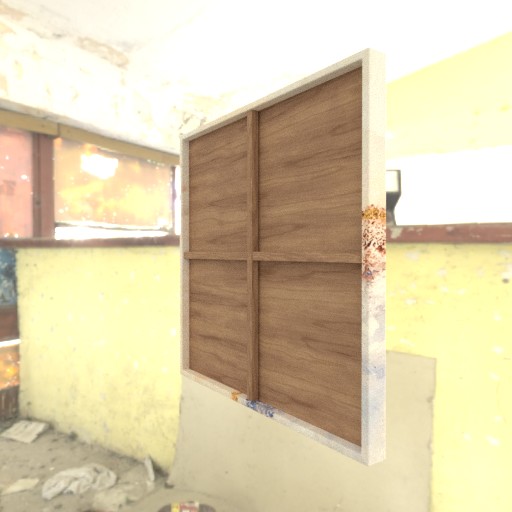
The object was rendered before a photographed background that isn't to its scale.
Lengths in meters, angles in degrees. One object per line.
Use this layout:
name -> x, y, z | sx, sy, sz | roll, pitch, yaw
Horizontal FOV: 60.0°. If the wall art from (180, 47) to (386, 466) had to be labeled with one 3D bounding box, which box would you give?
wall art -> 0.000, 0.000, 1.566 | 0.071, 1.061, 1.061 | 0, 1, -36
